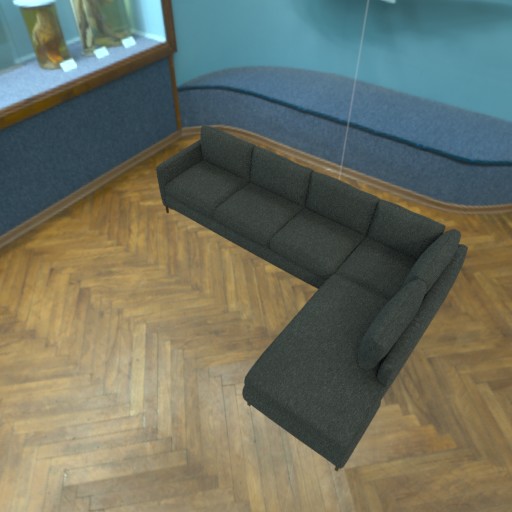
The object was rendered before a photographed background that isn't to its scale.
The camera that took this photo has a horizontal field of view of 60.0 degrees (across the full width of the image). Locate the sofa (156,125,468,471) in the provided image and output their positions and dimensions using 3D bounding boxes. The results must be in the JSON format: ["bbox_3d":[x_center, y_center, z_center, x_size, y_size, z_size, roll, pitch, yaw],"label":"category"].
[{"bbox_3d":[0.000,0.000,3.847,2.949,0.815,2.007,29,52,25],"label":"sofa"}]
